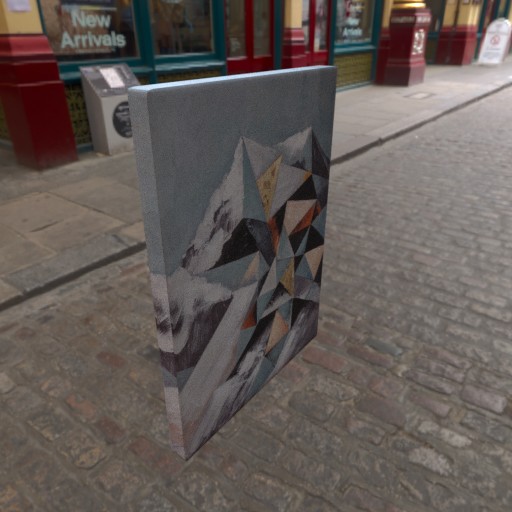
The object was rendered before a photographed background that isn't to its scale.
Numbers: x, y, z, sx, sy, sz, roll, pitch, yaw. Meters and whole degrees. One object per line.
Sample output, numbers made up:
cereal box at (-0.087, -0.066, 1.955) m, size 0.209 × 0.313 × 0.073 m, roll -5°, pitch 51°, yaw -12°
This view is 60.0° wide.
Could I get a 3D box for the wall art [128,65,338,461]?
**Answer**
wall art at (0.000, 0.000, 0.805) m, size 0.037 × 0.613 × 0.455 m, roll 19°, pitch 33°, yaw 32°
